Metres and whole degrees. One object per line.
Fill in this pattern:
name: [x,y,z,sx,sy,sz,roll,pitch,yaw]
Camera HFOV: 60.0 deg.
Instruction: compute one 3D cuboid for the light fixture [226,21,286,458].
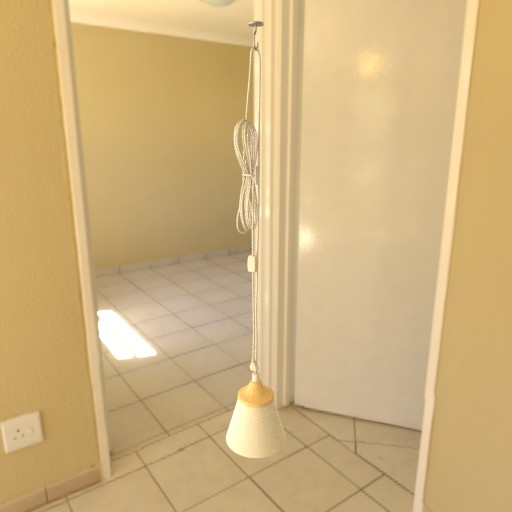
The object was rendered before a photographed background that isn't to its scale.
light fixture: [0.000,0.000,1.014,0.153,0.966,0.153,-15,21,-43]
